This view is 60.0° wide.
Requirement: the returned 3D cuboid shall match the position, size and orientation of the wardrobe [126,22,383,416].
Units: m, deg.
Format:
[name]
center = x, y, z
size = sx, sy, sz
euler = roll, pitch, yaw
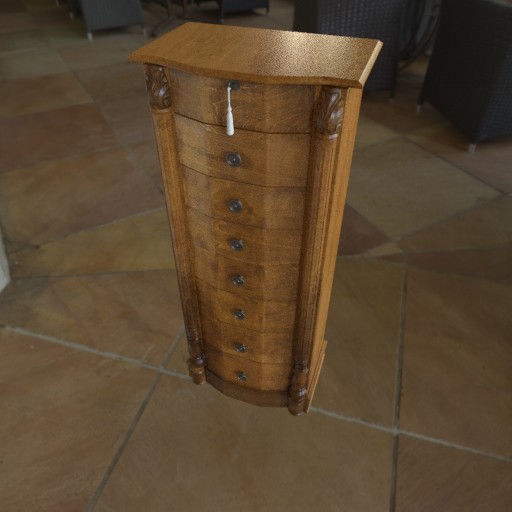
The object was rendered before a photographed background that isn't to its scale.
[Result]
[wardrobe]
center = 0.000, 0.000, 1.092
size = 0.406, 0.959, 0.273
euler = 13, 43, 15
